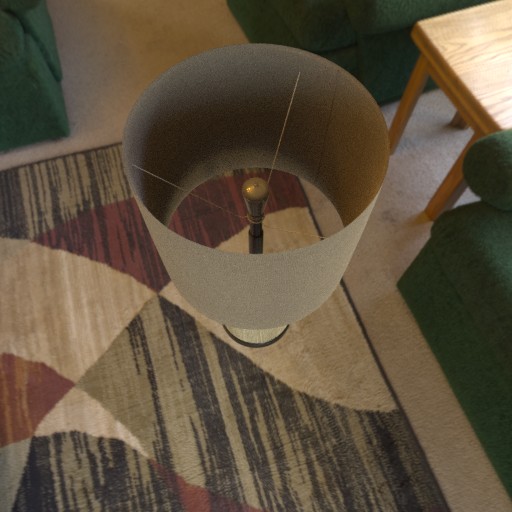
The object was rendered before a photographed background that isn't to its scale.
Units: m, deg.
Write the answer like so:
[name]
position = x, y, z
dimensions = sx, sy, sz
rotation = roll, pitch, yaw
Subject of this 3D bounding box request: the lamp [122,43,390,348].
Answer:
[lamp]
position = 0.000, 0.000, 0.588
dimensions = 0.229, 0.470, 0.229
rotation = -34, 69, -15
